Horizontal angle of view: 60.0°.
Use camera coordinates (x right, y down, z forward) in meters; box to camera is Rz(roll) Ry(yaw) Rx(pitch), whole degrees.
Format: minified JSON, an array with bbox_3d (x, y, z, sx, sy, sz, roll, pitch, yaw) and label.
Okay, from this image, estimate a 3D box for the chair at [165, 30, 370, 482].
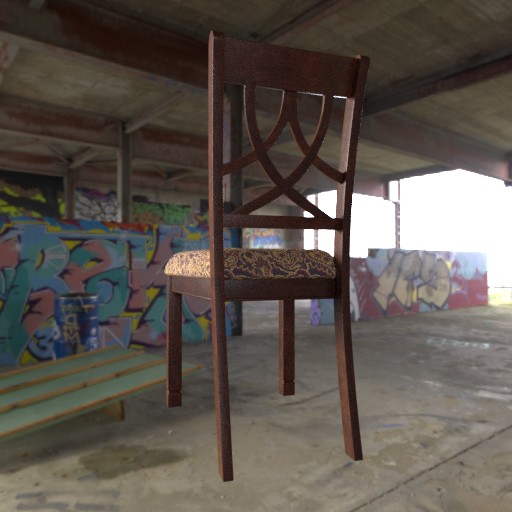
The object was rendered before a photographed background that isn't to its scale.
[{"bbox_3d":[0.000,0.000,1.273,0.457,0.965,0.584,0,-1,-18],"label":"chair"}]
